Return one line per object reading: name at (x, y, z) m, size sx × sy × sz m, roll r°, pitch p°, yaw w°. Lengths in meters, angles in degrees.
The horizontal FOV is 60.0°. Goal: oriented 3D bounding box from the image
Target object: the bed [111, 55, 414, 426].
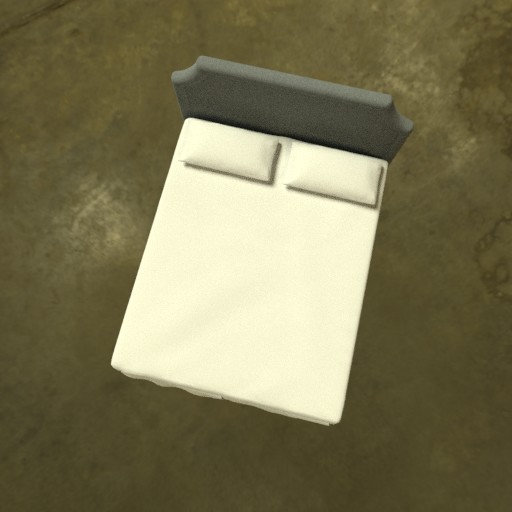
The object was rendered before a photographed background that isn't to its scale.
bed at (0.000, 0.000, 3.336) m, size 1.811 × 1.296 × 2.259 m, roll 13°, pitch 77°, yaw 3°
